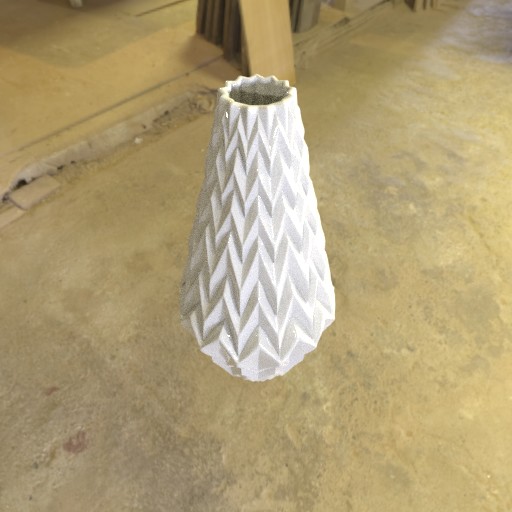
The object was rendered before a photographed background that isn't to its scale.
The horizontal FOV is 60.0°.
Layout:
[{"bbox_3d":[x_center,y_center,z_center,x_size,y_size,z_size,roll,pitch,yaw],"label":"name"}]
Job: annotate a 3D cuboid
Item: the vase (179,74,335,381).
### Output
[{"bbox_3d":[0.000,0.000,0.425,0.167,0.328,0.167,0,45,0],"label":"vase"}]
